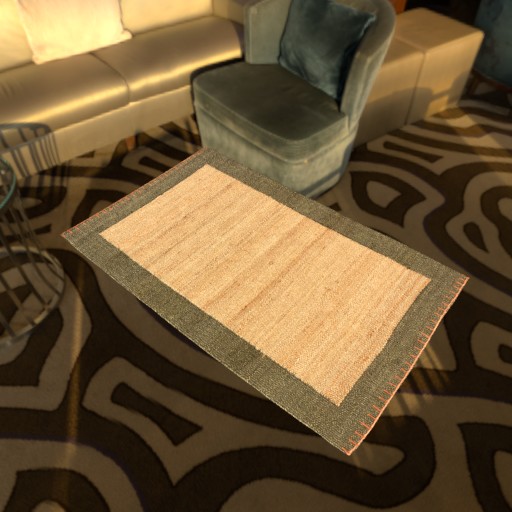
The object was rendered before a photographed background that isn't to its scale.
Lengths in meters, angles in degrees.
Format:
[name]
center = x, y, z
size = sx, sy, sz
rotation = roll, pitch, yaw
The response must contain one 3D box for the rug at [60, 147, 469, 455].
[rug]
center = 0.000, 0.000, 3.054
size = 2.435, 0.006, 1.521
rotation = 31, 54, 26
